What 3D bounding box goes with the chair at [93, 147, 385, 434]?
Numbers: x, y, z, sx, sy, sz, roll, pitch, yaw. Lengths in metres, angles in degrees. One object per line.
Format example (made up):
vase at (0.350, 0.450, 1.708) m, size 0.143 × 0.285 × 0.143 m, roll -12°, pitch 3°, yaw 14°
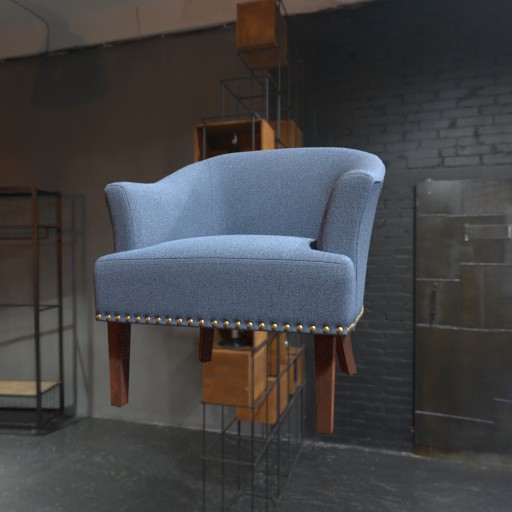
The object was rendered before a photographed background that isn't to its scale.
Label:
chair at (0.000, 0.000, 1.392) m, size 0.772 × 0.815 × 0.704 m, roll 0°, pitch 1°, yaw 18°
